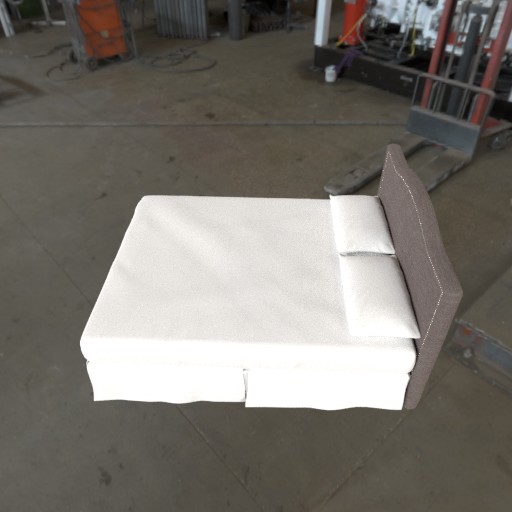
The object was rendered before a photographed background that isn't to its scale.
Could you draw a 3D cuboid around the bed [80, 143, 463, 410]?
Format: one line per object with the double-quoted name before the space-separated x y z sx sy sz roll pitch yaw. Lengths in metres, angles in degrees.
"bed" 0.000 0.000 3.981 2.689 1.457 2.161 2 41 2
